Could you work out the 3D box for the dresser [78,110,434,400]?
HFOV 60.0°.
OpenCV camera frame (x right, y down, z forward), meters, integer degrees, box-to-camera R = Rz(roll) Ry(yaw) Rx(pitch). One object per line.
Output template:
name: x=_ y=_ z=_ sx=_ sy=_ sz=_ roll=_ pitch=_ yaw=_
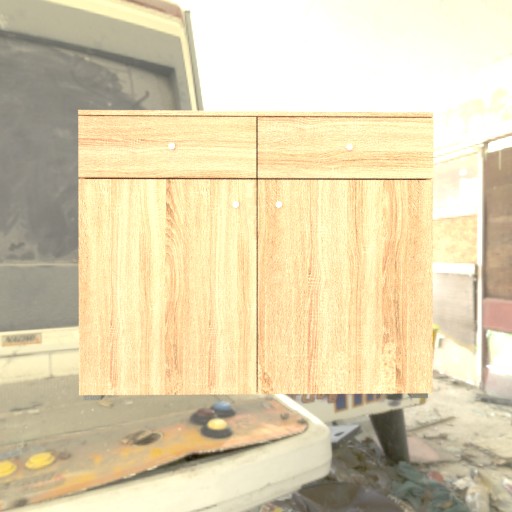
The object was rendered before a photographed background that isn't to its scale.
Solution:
dresser: x=0.000 y=0.000 z=1.582 sx=1.100 sy=0.900 sz=0.450 roll=0 pitch=0 yaw=-1
